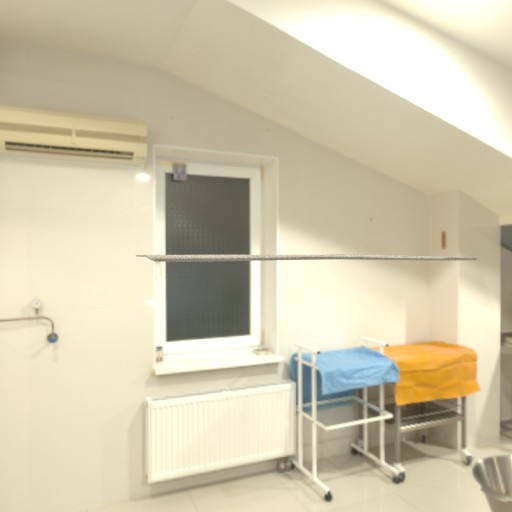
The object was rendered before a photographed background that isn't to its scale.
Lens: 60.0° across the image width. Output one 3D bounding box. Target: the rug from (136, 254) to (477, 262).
[{"bbox_3d":[0.000,0.000,2.313,1.162,0.022,1.804,0,0,-17],"label":"rug"}]
